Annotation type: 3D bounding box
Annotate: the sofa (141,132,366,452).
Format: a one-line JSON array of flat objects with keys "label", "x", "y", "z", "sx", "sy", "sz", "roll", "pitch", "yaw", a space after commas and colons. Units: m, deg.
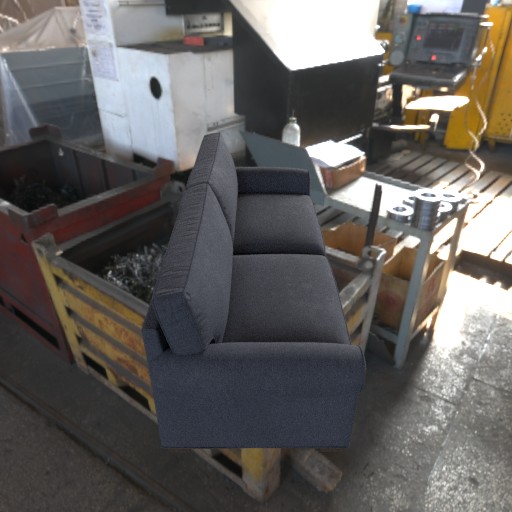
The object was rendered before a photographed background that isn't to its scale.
[{"label": "sofa", "x": 0.000, "y": 0.000, "z": 2.892, "sx": 0.954, "sy": 1.026, "sz": 2.391, "roll": 0, "pitch": 32, "yaw": 0}]
